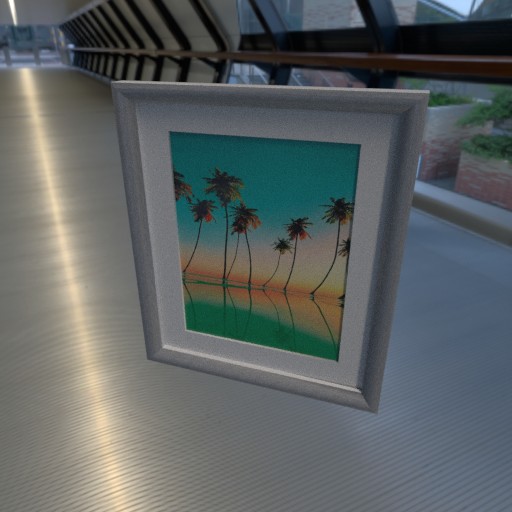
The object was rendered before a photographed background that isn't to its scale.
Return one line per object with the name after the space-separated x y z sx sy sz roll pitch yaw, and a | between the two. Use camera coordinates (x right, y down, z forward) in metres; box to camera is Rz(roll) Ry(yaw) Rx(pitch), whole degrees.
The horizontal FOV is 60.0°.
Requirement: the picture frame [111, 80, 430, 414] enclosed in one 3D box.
0.000 0.000 0.526 0.327 0.378 0.027 9 27 17 | picture frame
